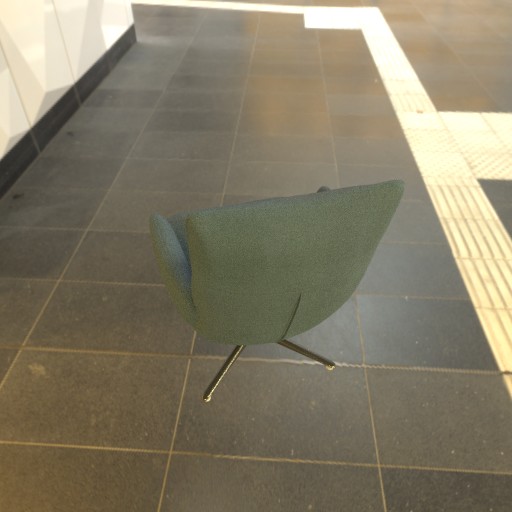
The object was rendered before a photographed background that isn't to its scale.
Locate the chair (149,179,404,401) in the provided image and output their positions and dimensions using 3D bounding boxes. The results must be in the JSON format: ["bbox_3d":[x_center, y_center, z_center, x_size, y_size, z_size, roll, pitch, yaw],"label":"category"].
[{"bbox_3d":[0.000,0.000,1.622,0.711,1.016,0.889,-11,43,-12],"label":"chair"}]
